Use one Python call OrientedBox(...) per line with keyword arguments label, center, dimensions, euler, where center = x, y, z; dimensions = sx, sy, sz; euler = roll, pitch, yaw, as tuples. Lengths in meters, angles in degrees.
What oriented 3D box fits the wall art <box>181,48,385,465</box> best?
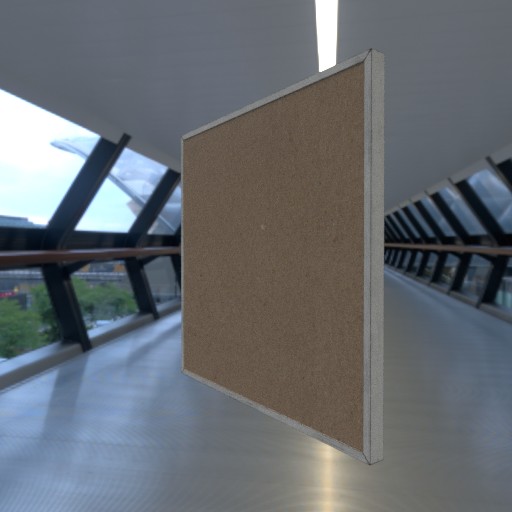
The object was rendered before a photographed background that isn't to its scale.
OrientedBox(label="wall art", center=(0.000, 0.000, 1.127), dimensions=(0.038, 0.762, 0.762), euler=(0, 1, -36))
